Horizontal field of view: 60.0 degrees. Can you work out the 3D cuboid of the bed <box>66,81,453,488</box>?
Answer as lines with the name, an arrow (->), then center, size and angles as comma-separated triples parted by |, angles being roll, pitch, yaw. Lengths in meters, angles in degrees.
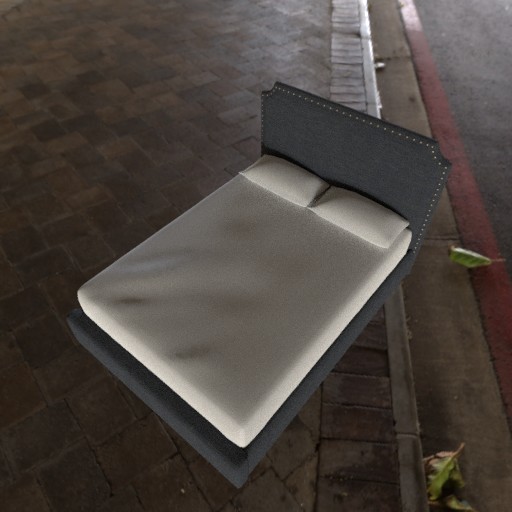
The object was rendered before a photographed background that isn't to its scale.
bed -> 0.000, 0.000, 3.318 | 1.713, 1.443, 2.372 | 31, 54, 26
